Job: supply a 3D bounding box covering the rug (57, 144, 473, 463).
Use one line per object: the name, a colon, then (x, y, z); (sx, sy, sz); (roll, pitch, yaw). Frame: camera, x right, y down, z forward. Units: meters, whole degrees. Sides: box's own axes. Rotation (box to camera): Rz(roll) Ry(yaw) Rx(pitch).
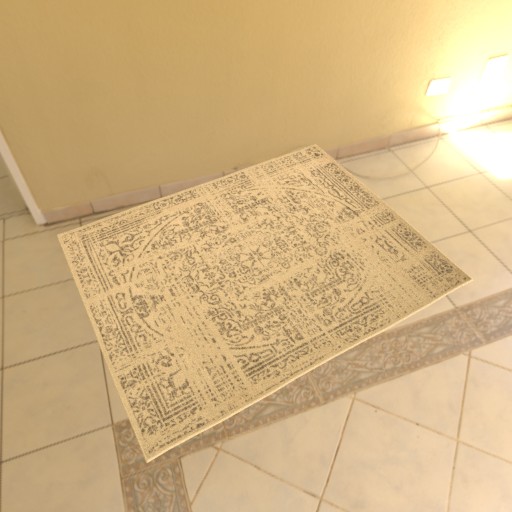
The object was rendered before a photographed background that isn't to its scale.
rug: (0.000, 0.000, 3.901); (2.921, 0.032, 2.311); (-23, 52, -20)
